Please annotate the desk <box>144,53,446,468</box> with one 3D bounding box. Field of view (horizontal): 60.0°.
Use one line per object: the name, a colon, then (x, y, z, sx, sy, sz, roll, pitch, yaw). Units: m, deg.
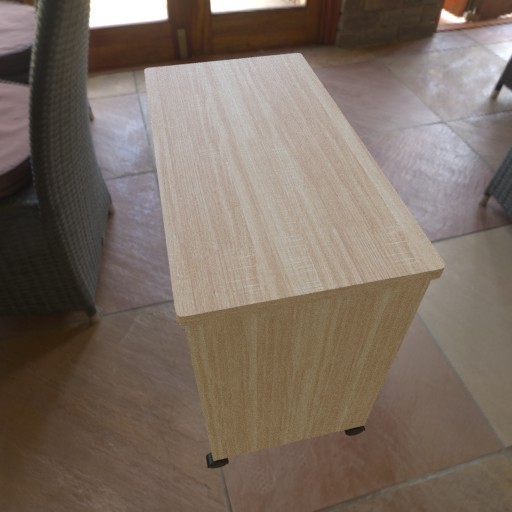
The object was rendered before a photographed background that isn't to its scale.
desk: (0.000, 0.000, 1.303, 0.480, 0.770, 0.884, -10, 48, -9)
